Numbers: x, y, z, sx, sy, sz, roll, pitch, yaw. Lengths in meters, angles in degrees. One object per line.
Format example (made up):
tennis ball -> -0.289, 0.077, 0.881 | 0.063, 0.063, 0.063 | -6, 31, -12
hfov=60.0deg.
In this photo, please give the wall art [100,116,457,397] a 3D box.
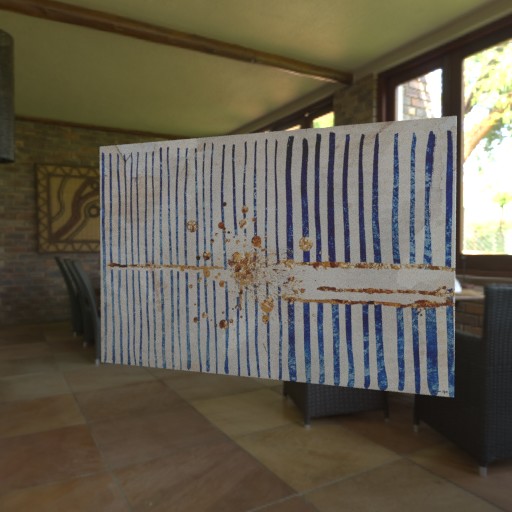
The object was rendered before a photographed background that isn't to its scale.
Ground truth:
wall art -> 0.000, 0.000, 1.392 | 1.143, 0.757, 0.038 | 0, 1, 19
